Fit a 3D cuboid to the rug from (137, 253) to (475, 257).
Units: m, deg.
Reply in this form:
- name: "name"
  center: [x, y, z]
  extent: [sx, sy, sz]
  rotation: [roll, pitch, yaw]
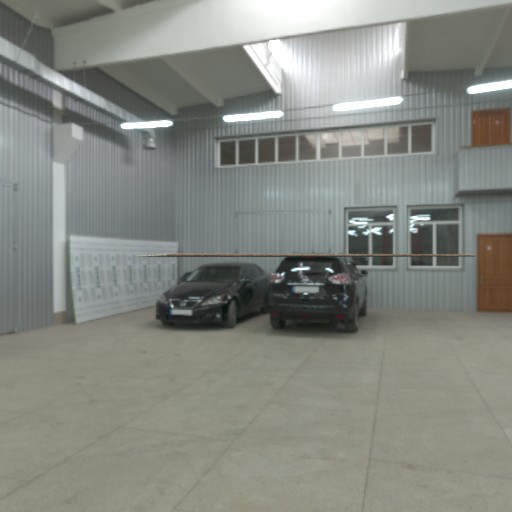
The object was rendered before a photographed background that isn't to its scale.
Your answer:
- name: "rug"
  center: [0.000, 0.000, 3.133]
  extent: [1.526, 0.011, 2.435]
  rotation: [0, 0, -18]
